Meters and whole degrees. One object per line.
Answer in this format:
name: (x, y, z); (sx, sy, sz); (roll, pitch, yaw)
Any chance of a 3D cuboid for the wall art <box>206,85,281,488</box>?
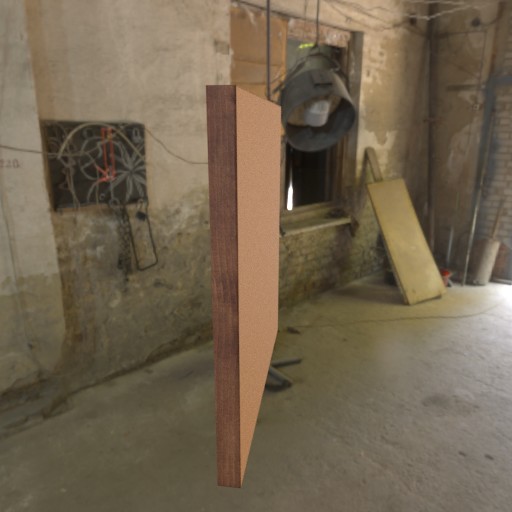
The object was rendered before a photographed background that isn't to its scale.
wall art: (0.000, 0.000, 0.857); (0.037, 0.572, 0.554); (2, 16, 8)
